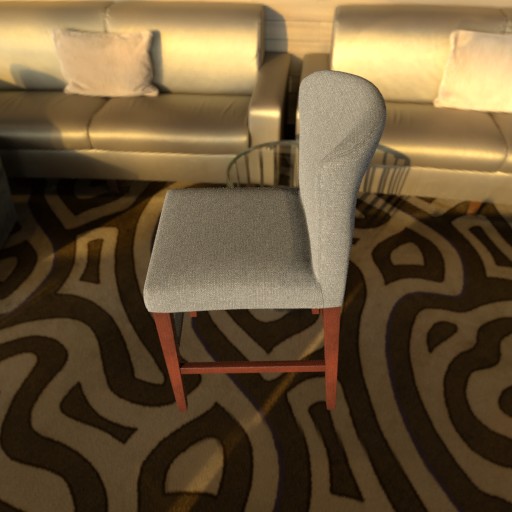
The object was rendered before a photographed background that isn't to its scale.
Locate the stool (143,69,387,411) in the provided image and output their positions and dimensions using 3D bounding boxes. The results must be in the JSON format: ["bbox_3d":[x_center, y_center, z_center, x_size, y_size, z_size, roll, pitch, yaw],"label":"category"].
[{"bbox_3d":[0.000,0.000,1.299,0.568,0.968,0.479,-1,41,-1],"label":"stool"}]
